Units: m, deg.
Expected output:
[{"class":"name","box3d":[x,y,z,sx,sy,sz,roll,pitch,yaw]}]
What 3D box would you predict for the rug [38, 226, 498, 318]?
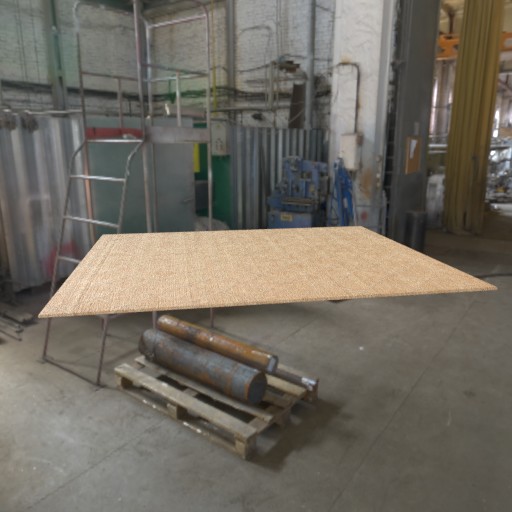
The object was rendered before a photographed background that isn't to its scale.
[{"class":"rug","box3d":[0.000,0.000,4.025,3.039,0.019,2.420,-2,14,-10]}]
